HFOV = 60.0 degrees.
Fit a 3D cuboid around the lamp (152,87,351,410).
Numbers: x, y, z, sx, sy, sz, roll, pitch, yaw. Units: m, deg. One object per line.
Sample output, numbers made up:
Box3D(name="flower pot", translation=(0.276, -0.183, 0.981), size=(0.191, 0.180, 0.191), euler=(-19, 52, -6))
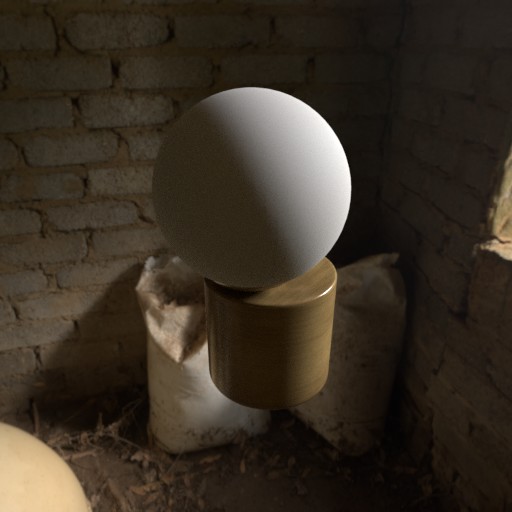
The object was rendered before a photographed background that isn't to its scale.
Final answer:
Box3D(name="lamp", translation=(0.000, 0.000, 0.350), size=(0.141, 0.250, 0.152), euler=(19, 32, 33))
